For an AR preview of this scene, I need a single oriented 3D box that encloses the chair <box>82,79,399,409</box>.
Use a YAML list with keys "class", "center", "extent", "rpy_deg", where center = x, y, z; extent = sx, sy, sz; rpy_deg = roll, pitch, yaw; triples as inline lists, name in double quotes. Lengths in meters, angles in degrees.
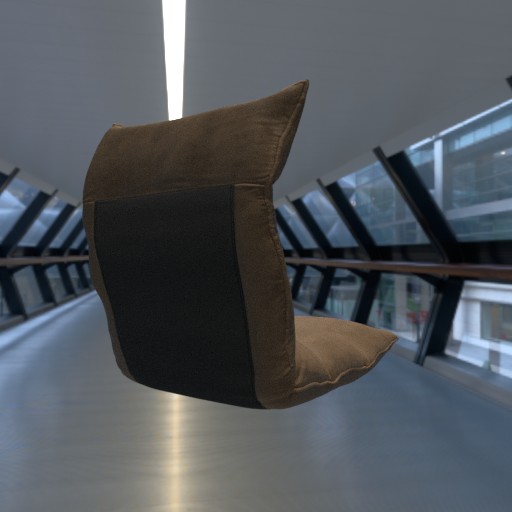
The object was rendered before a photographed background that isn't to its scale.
- class: "chair"
  center: [0.000, 0.000, 1.560]
  extent: [0.714, 0.892, 0.985]
  rpy_deg: [-1, -1, 34]
